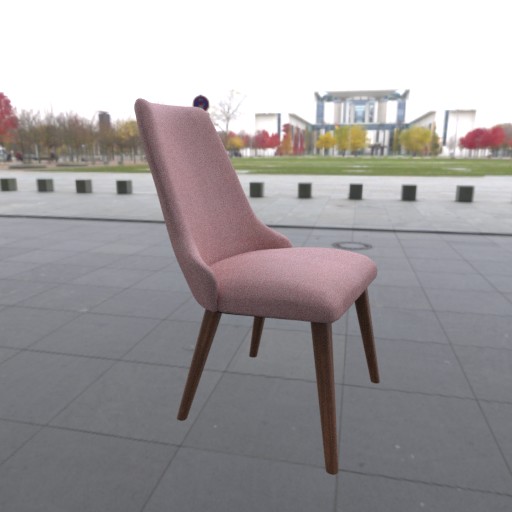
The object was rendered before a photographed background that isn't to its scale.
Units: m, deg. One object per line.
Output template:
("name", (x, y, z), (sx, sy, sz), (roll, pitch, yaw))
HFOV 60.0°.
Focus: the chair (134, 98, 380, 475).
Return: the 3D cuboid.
("chair", (0.000, 0.000, 1.354), (0.707, 0.918, 0.535), (7, 15, 27))
